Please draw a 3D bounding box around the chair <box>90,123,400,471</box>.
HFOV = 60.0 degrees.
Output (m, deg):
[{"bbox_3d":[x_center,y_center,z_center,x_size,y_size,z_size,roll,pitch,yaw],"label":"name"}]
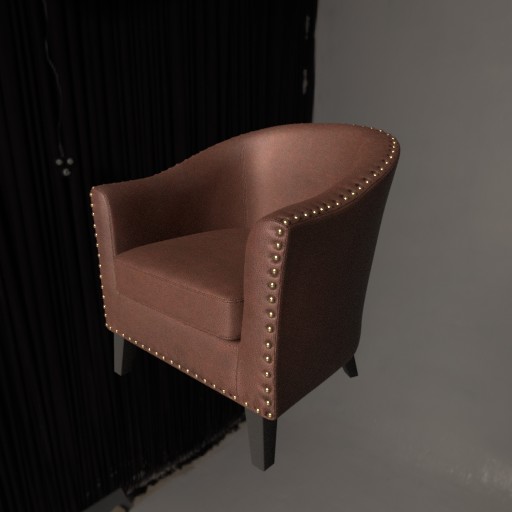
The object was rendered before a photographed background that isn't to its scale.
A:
[{"bbox_3d":[0.000,0.000,1.421,0.794,0.823,0.748,14,21,41],"label":"chair"}]
